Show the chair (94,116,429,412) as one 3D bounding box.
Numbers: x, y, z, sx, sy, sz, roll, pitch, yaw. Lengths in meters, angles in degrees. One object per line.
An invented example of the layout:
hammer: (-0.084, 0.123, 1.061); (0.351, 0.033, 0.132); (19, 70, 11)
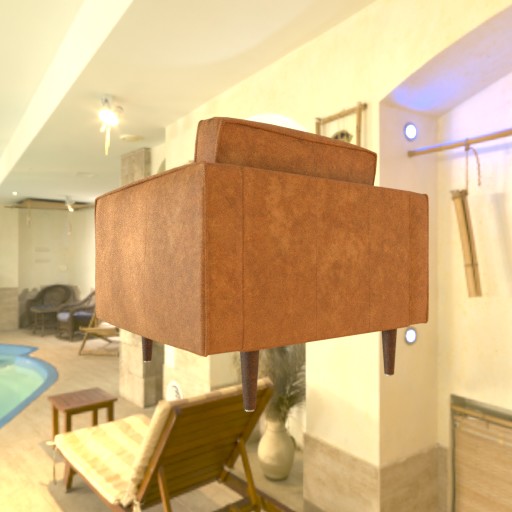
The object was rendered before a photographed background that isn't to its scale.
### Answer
chair: (0.000, 0.000, 1.544); (0.928, 0.767, 0.798); (0, 0, -36)
